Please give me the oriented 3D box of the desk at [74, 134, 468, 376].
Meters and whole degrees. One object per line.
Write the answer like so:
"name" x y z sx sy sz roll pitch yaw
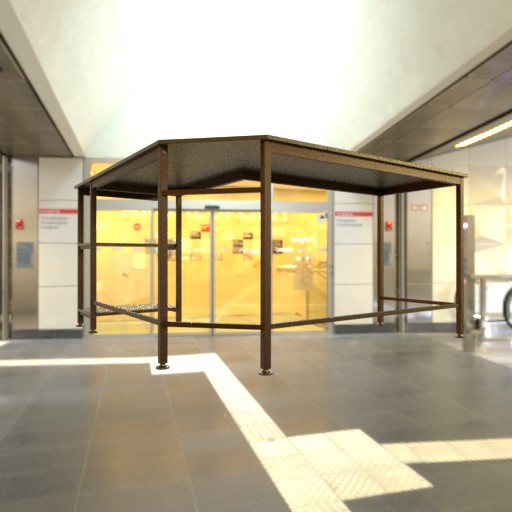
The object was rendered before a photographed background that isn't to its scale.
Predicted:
"desk" 0.000 0.000 2.171 1.379 0.739 1.379 0 0 -35
